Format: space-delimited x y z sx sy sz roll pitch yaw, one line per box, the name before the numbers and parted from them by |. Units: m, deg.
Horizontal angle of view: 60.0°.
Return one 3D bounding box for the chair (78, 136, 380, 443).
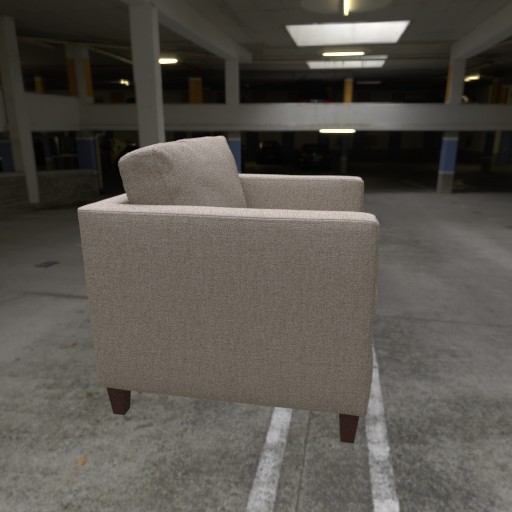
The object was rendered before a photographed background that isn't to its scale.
chair | 0.000 0.000 1.868 0.959 0.961 1.107 3 17 10
